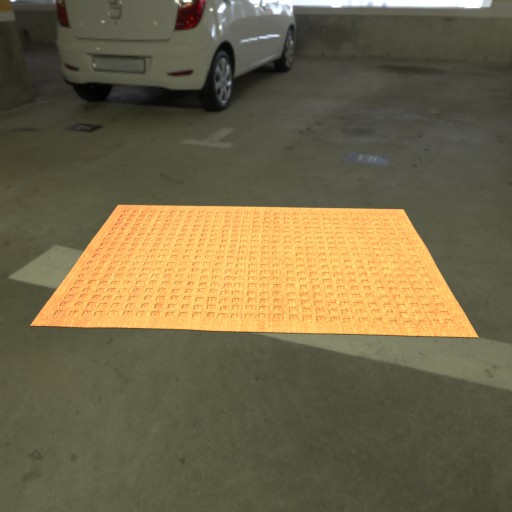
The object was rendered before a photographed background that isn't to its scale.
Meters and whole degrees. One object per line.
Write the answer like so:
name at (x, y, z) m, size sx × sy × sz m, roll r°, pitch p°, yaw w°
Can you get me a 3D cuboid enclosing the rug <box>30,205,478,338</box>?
rug at (0.000, 0.000, 2.213) m, size 1.747 × 0.006 × 1.143 m, roll 1°, pitch 31°, yaw 2°
